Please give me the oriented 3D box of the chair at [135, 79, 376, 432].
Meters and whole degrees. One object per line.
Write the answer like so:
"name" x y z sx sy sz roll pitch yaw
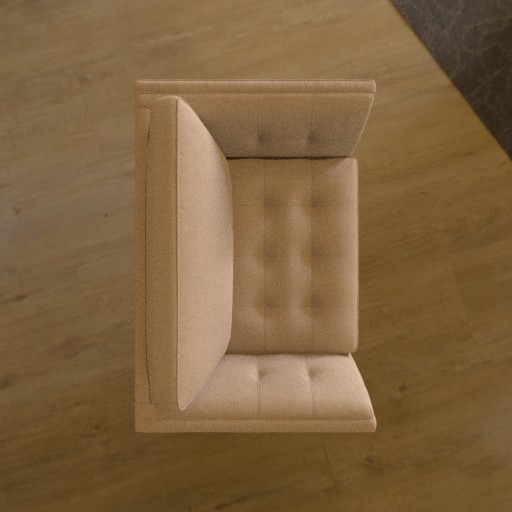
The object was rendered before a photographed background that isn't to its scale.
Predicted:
"chair" 0.000 0.000 2.043 0.965 0.940 1.397 0 90 -1
